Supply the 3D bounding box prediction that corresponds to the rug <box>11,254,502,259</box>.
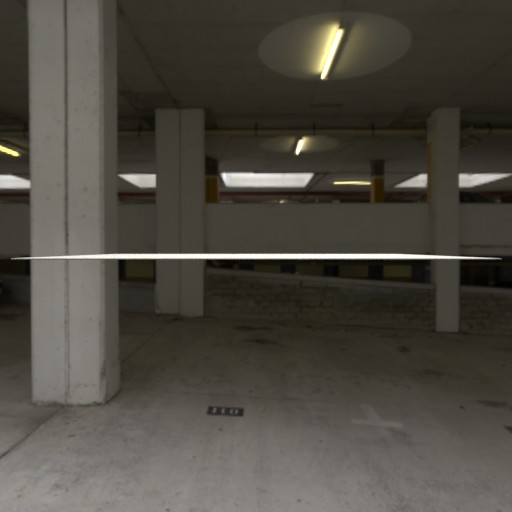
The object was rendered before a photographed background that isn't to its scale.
[{"bbox_3d":[0.000,0.000,2.826,2.289,0.006,1.523,0,1,0],"label":"rug"}]
